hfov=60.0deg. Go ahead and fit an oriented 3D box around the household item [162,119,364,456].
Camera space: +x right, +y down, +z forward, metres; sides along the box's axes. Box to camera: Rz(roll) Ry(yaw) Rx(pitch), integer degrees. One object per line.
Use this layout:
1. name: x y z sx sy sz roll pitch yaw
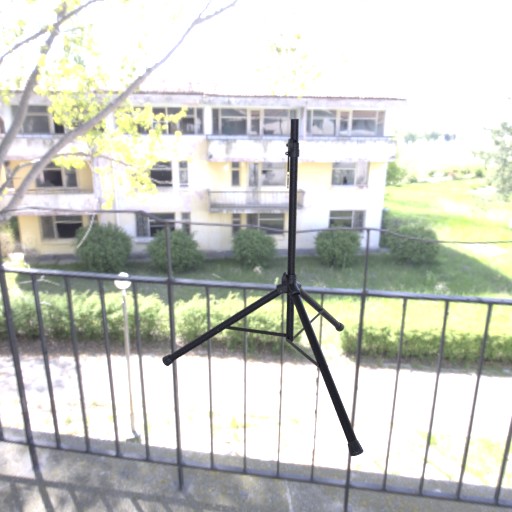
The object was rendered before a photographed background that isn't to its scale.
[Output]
1. household item: 0.000 0.000 1.923 0.907 1.136 1.045 2 17 8
